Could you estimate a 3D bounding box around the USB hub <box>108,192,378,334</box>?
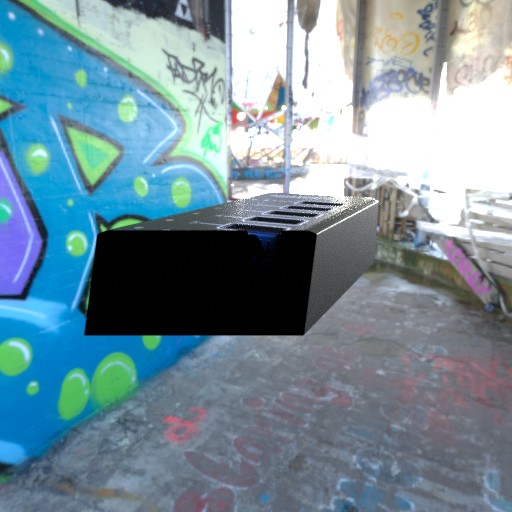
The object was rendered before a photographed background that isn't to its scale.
[{"bbox_3d":[0.000,0.000,0.123,0.044,0.023,0.110,7,16,26],"label":"USB hub"}]
